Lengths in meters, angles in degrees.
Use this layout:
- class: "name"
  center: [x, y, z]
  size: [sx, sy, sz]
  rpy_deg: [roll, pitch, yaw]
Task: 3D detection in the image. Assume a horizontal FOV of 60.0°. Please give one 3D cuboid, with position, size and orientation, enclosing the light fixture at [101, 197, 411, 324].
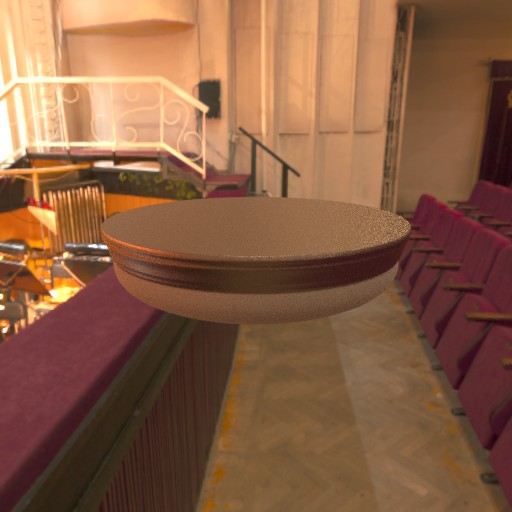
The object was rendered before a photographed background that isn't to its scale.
- class: "light fixture"
  center: [0.000, 0.000, 0.566]
  size: [0.368, 0.100, 0.368]
  rpy_deg: [0, 15, 0]
